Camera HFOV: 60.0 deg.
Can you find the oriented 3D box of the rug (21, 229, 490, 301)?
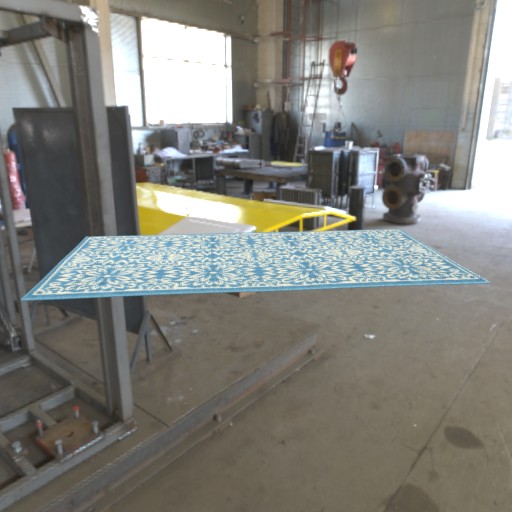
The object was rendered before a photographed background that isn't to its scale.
[{"bbox_3d":[0.000,0.000,1.429,1.219,0.007,0.604,-2,17,-5],"label":"rug"}]
